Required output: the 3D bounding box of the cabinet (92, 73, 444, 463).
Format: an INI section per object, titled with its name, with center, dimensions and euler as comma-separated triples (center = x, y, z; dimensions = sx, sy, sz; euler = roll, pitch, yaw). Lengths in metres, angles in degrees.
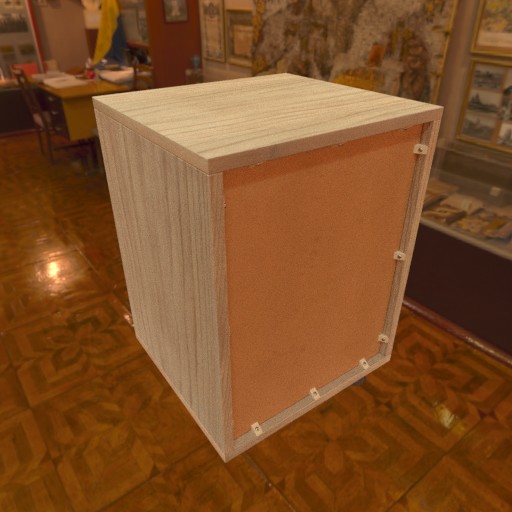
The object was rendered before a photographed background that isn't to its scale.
[cabinet]
center = 0.000, 0.000, 0.855
dimensions = 0.409, 0.579, 0.401
euler = -20, 37, -30
